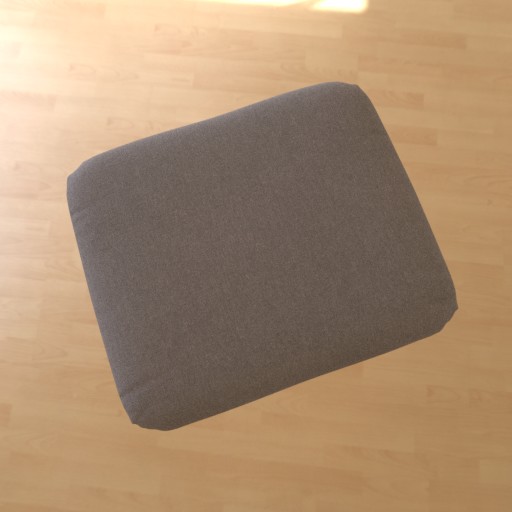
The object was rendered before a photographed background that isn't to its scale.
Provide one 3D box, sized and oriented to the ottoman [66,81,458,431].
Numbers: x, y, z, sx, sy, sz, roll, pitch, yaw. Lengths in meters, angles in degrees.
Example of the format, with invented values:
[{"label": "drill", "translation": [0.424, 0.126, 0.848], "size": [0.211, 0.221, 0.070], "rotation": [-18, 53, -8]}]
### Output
[{"label": "ottoman", "translation": [0.000, 0.000, 1.096], "size": [0.747, 0.450, 0.622], "rotation": [-19, 78, -4]}]
